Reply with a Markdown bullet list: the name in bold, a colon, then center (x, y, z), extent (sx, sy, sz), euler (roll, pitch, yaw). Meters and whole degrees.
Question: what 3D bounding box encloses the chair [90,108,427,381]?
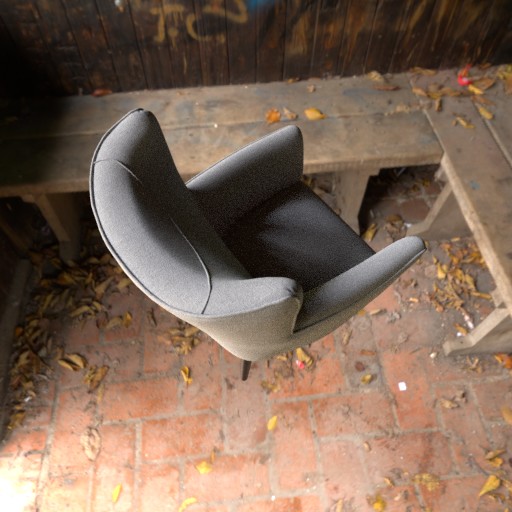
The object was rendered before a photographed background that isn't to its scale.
- **chair**: center (0.000, 0.000, 1.587), extent (0.888, 0.933, 0.781), euler (-30, 61, -18)
